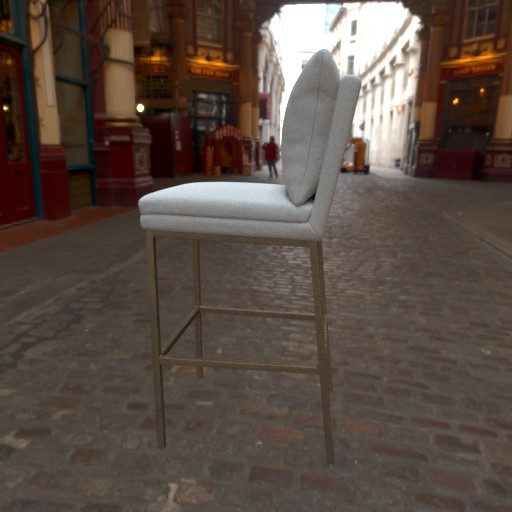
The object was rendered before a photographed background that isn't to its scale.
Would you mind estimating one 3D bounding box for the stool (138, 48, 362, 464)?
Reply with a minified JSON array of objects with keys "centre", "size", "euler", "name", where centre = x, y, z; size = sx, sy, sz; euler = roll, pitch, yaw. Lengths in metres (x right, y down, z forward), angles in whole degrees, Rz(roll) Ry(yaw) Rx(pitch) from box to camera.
[{"centre":[0.000,0.000,1.401],"size":[0.572,1.125,0.463],"euler":[2,14,8],"name":"stool"}]
